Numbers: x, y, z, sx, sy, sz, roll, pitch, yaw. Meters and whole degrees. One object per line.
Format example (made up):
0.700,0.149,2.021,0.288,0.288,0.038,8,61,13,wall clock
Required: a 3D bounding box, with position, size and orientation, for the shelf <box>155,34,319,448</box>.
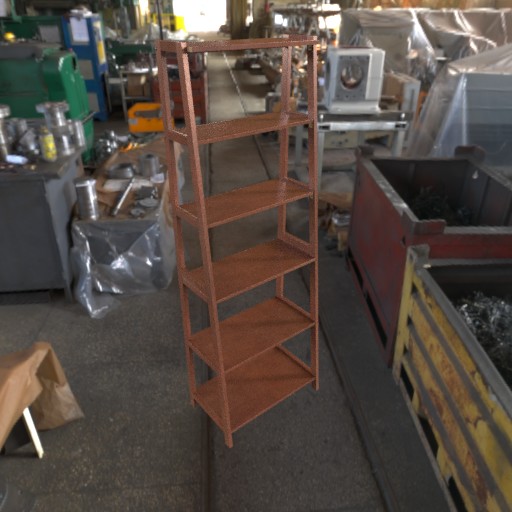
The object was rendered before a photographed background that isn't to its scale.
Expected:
0.000,0.000,2.147,0.660,1.892,0.382,-21,36,-33,shelf
